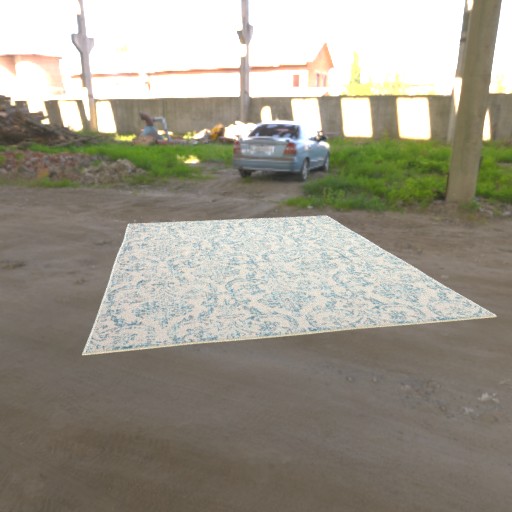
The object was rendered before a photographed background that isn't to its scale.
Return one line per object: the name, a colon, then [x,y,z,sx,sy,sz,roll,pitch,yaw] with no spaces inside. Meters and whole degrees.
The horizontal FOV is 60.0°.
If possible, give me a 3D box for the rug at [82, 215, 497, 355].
rug: [0.000,0.000,3.836,2.363,0.012,2.980,-3,17,-11]
